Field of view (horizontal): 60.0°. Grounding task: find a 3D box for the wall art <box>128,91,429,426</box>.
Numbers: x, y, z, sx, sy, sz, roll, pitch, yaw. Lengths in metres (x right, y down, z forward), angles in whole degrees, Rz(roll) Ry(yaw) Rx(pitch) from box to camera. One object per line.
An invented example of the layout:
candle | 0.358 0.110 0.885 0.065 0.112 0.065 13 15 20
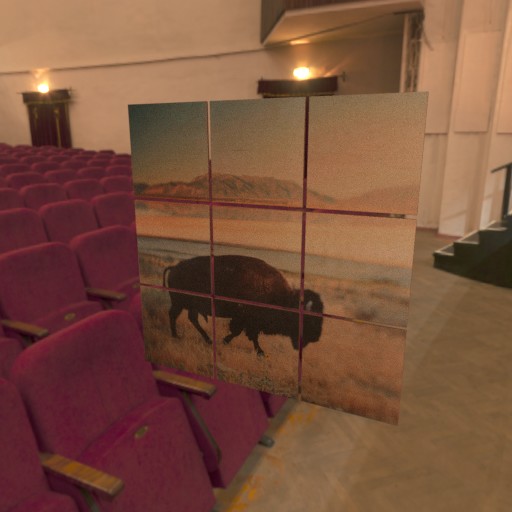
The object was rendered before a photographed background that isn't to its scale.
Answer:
wall art | 0.000 0.000 2.288 1.533 1.532 0.019 7 16 25
